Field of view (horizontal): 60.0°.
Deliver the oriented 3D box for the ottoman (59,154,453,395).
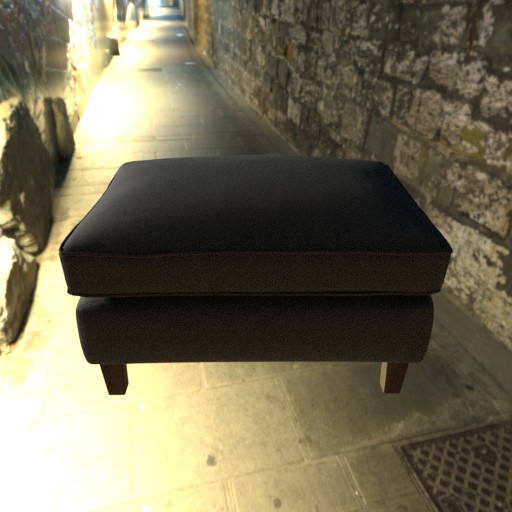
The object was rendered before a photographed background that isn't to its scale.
[{"bbox_3d":[0.000,0.000,1.006,0.686,0.406,0.508,0,31,0],"label":"ottoman"}]
